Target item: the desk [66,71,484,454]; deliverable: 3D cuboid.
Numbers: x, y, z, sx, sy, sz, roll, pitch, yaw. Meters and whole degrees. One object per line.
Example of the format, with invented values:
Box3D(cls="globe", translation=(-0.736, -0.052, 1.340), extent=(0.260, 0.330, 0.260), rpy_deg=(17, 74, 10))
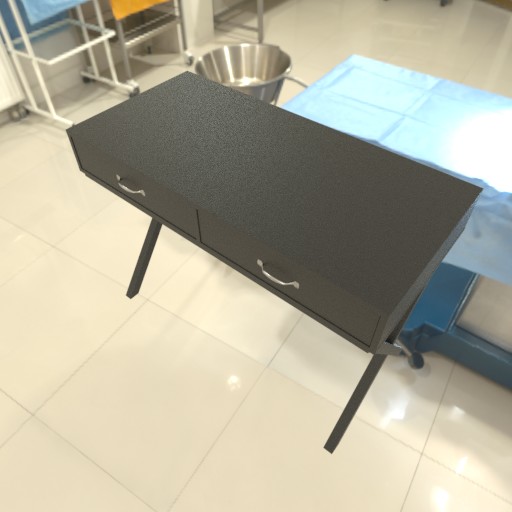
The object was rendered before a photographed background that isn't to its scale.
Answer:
Box3D(cls="desk", translation=(0.000, 0.000, 1.494), extent=(1.057, 0.780, 0.525), rpy_deg=(31, 54, 26))
